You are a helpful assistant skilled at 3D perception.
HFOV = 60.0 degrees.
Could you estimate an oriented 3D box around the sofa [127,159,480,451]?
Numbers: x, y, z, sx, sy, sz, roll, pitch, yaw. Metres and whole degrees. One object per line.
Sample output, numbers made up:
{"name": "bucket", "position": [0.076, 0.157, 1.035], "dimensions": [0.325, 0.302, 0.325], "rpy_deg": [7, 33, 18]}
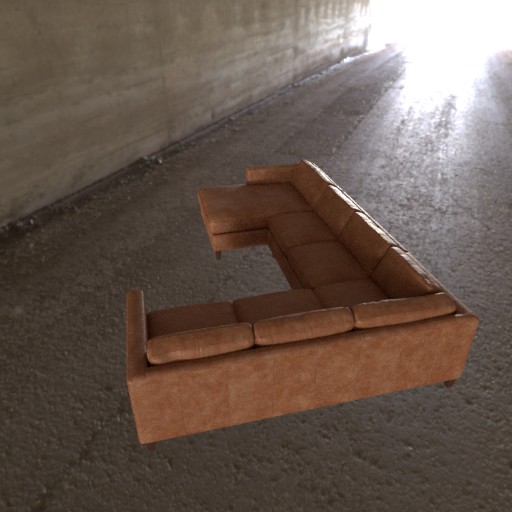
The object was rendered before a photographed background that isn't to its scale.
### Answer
{"name": "sofa", "position": [0.000, 0.000, 4.433], "dimensions": [2.430, 0.832, 3.401], "rpy_deg": [-7, 32, -12]}
